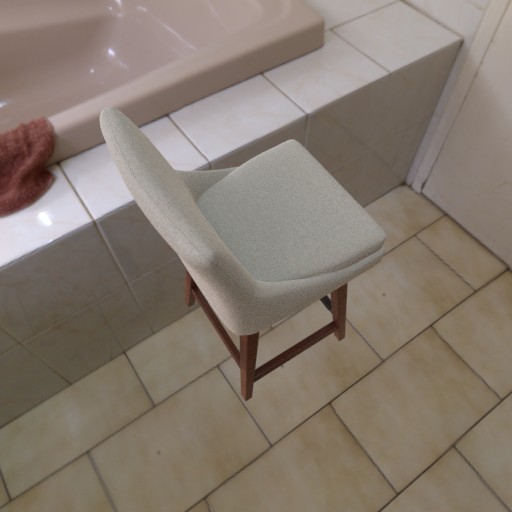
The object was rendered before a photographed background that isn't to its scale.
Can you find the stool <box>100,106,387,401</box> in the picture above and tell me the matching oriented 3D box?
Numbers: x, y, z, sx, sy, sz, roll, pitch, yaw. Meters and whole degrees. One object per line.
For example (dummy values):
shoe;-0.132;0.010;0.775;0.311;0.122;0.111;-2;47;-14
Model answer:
stool;0.000;0.000;1.308;0.559;0.991;0.469;-28;62;-17
